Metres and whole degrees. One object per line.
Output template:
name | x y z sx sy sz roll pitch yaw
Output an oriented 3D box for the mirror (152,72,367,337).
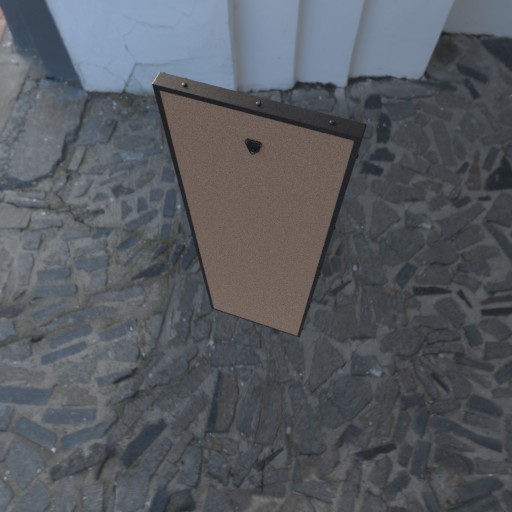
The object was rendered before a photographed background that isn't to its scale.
mirror | 0.000 0.000 1.181 0.354 1.080 0.042 17 65 8
